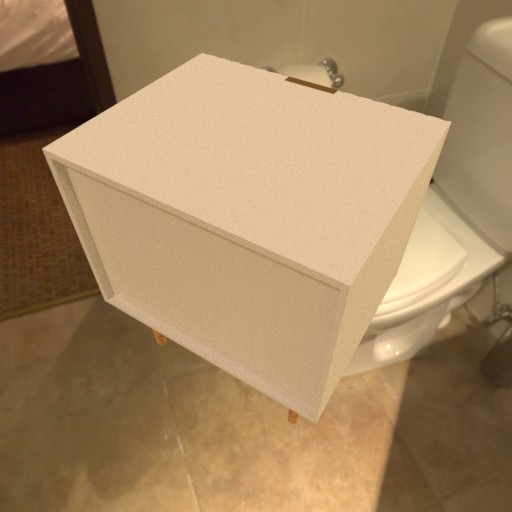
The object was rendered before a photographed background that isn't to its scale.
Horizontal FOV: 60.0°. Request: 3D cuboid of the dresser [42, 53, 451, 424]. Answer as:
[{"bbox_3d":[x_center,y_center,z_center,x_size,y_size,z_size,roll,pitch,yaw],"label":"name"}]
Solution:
[{"bbox_3d":[0.000,0.000,0.905,0.503,0.568,0.414,25,52,21],"label":"dresser"}]
